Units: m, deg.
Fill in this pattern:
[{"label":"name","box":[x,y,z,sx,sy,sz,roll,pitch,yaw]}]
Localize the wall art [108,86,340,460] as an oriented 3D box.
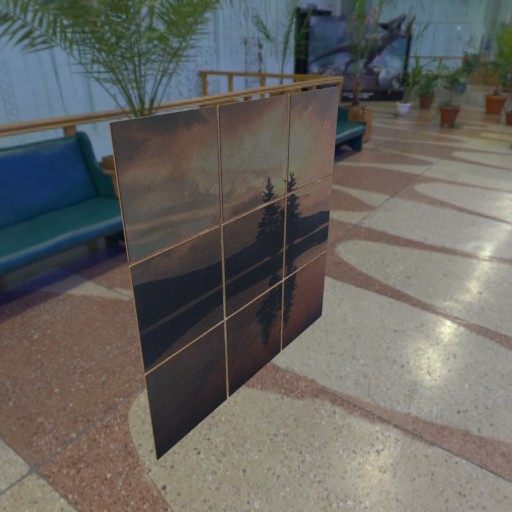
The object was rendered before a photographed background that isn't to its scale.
[{"label":"wall art","box":[0.000,0.000,2.275,0.013,1.525,1.520,19,32,33]}]
